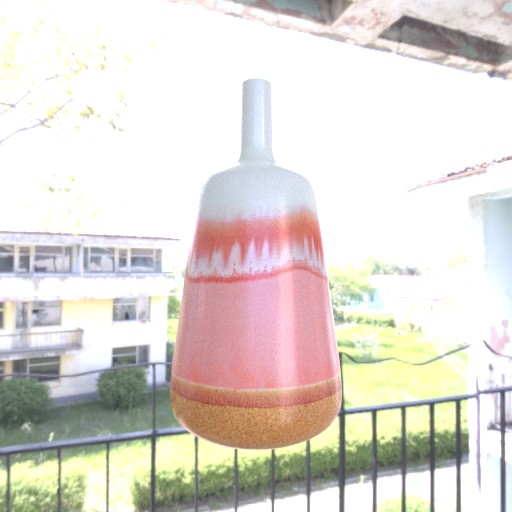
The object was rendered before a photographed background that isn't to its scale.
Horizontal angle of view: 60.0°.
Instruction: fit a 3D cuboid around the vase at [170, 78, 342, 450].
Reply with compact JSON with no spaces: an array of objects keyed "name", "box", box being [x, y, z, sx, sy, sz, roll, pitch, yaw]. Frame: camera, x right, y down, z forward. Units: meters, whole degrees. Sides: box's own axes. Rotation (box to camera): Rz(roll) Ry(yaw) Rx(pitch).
[{"name":"vase","box":[0.000,0.000,0.381,0.144,0.296,0.144,0,-1,0]}]
